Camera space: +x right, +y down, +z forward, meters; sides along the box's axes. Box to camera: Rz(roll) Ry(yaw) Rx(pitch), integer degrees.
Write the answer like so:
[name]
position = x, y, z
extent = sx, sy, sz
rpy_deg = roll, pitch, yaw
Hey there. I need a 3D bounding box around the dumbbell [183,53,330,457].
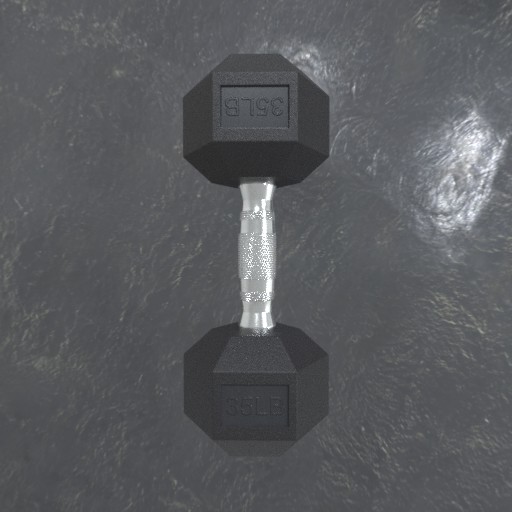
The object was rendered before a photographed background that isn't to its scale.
[dumbbell]
position = 0.000, 0.000, 0.429
extent = 0.141, 0.123, 0.356
rpy_deg = 0, 91, 1
